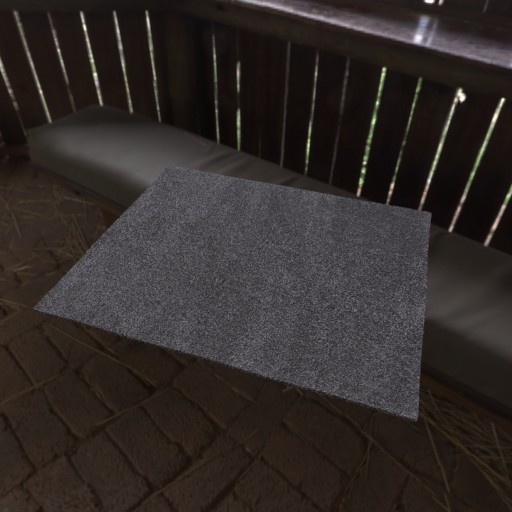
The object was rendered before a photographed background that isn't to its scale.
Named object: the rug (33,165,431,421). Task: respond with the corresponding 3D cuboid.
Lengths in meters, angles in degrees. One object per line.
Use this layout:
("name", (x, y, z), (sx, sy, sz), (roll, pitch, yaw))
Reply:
("rug", (0.000, 0.000, 4.066), (3.000, 0.025, 2.401), (13, 43, 14))
